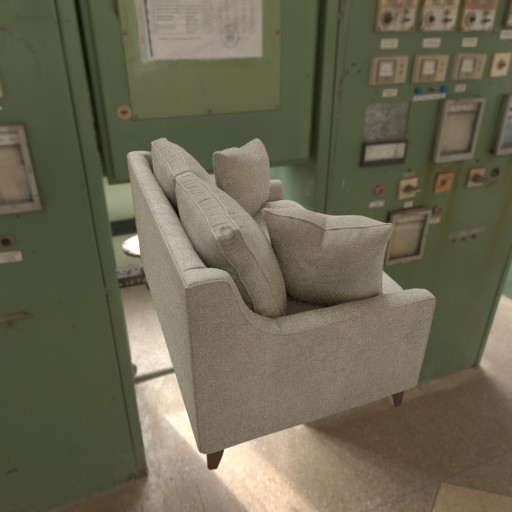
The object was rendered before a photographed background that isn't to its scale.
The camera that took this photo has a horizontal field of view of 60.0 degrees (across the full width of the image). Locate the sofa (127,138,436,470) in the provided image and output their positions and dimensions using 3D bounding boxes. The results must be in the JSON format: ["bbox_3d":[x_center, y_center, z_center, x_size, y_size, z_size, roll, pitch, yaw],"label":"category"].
[{"bbox_3d":[0.000,0.000,2.016,0.915,0.863,1.422,-10,30,-18],"label":"sofa"}]
